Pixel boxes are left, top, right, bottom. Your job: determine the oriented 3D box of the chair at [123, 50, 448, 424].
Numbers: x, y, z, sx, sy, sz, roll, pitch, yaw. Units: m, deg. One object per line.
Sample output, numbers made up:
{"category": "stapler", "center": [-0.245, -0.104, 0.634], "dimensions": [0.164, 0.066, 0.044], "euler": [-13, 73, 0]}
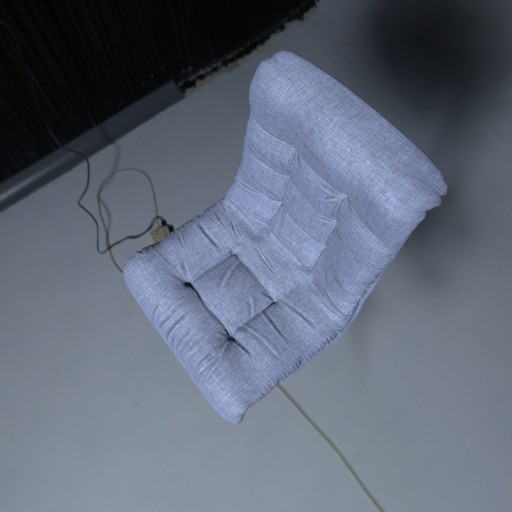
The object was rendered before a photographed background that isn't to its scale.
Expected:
{"category": "chair", "center": [0.000, 0.000, 1.236], "dimensions": [0.668, 0.749, 0.597], "euler": [-36, 69, -16]}
